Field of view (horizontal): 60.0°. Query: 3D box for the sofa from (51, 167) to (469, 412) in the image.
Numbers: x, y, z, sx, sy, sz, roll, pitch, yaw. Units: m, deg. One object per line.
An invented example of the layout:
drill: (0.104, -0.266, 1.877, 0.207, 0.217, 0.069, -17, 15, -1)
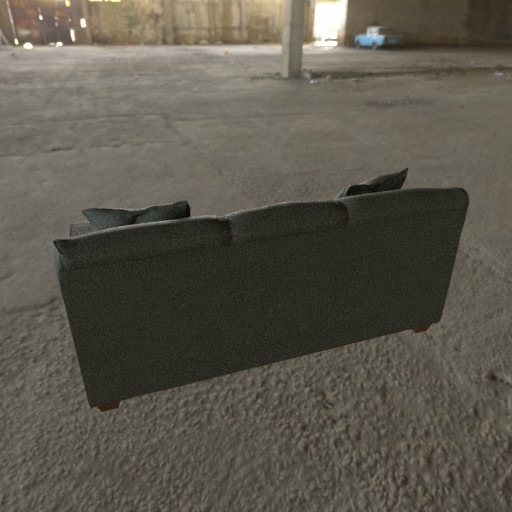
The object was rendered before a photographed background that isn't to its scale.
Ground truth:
sofa: (0.000, 0.000, 2.574, 2.024, 0.958, 0.997, -9, 29, -17)
